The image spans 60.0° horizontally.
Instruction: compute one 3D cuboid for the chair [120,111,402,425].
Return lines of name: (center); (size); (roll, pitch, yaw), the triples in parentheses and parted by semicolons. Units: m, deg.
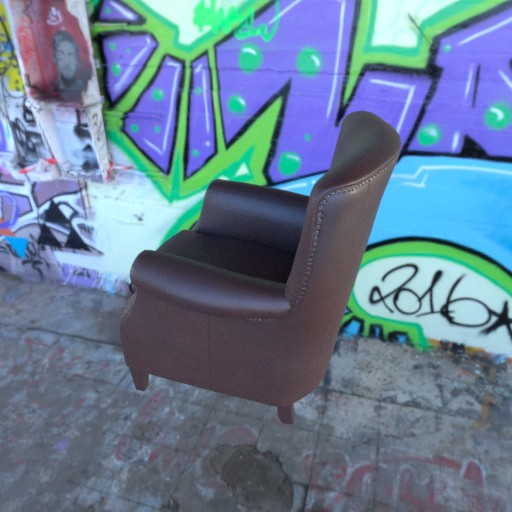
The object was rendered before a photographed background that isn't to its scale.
chair: (0.000, 0.000, 1.370); (0.746, 0.800, 0.700); (8, 31, 13)
